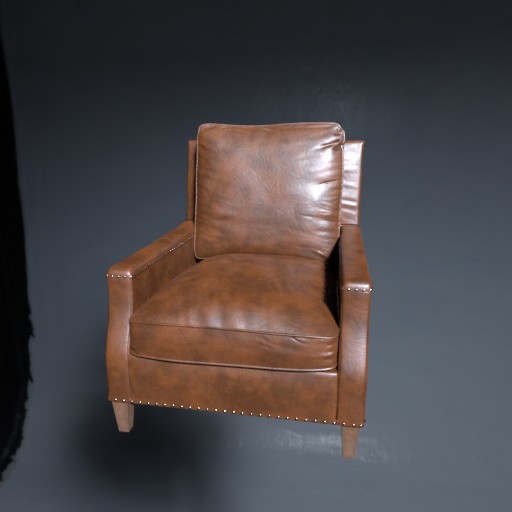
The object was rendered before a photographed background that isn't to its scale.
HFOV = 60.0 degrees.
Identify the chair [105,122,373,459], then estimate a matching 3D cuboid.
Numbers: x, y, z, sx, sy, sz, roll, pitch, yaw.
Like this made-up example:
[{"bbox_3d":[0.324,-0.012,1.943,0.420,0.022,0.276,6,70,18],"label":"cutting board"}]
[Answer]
[{"bbox_3d":[0.000,0.000,1.782,0.854,1.054,1.035,3,15,10],"label":"chair"}]
